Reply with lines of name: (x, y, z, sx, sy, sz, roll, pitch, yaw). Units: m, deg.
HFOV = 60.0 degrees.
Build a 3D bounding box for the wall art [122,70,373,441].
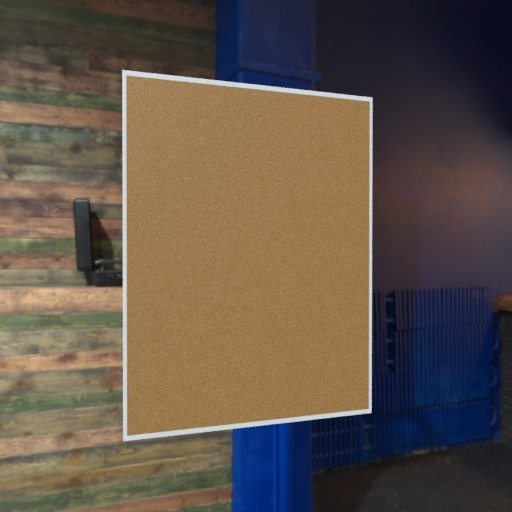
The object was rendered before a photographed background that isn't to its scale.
wall art: (0.000, 0.000, 1.381, 0.795, 1.050, 0.039, 0, 0, -16)
